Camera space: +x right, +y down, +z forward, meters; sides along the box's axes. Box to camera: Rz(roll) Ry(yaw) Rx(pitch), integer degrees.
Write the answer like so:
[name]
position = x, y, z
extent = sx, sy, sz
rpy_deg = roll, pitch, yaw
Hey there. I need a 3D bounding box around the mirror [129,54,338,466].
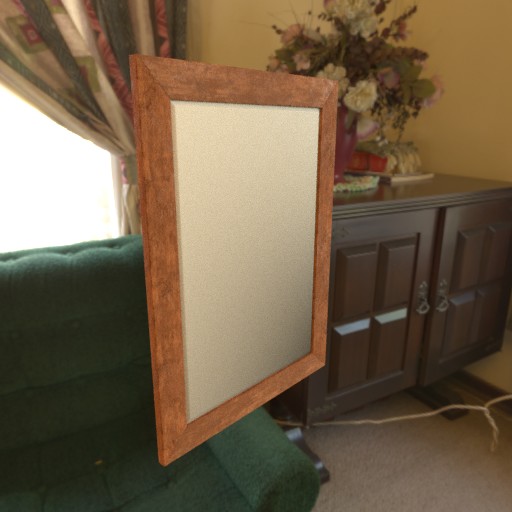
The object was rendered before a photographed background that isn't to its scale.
[mirror]
position = 0.000, 0.000, 1.412
extent = 0.028, 1.099, 0.796
rpy_deg = 15, 22, 42
